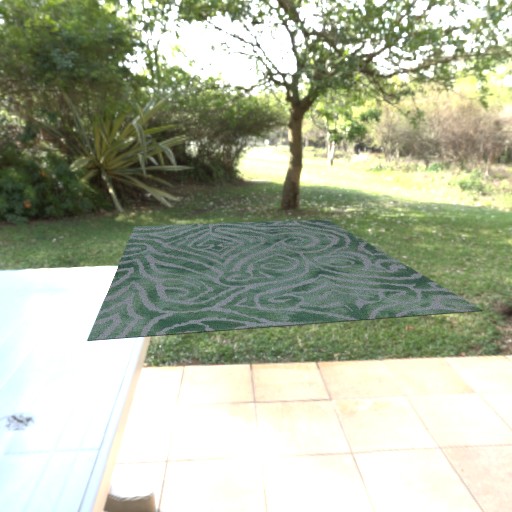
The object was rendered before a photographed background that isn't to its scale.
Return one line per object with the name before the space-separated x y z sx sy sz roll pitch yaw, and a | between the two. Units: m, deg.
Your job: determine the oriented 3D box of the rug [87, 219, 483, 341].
rug | 0.000 0.000 4.096 2.436 0.007 3.045 -3 16 -10
